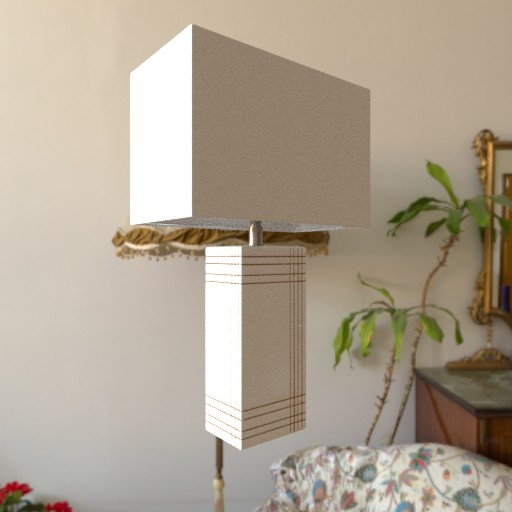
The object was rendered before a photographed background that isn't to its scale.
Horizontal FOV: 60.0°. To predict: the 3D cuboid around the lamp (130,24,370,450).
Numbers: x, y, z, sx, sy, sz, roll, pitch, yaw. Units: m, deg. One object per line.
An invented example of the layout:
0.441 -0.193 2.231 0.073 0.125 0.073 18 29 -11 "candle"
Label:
0.000 0.000 0.690 0.334 0.543 0.182 0 0 -38 "lamp"
